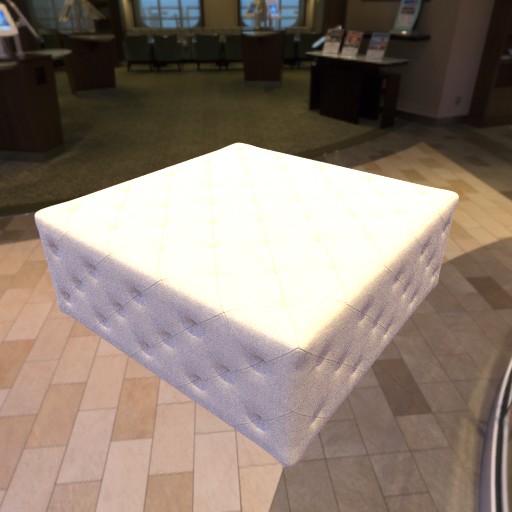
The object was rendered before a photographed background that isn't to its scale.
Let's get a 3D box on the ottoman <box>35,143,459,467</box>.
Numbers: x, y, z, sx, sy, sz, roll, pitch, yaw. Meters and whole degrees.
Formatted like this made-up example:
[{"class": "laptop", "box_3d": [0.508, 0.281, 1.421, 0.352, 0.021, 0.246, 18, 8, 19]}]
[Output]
[{"class": "ottoman", "box_3d": [0.000, 0.000, 1.582, 1.028, 0.439, 1.028, 22, 37, 32]}]
